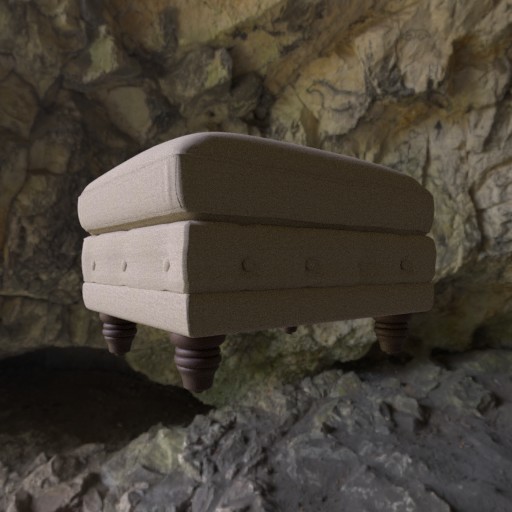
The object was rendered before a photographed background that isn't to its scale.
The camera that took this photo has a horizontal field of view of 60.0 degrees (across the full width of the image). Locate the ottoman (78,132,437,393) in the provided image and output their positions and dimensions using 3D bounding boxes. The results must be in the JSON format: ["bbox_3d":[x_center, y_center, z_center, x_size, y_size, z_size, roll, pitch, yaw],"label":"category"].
[{"bbox_3d":[0.000,0.000,1.045,0.684,0.463,0.541,1,-1,-37],"label":"ottoman"}]
